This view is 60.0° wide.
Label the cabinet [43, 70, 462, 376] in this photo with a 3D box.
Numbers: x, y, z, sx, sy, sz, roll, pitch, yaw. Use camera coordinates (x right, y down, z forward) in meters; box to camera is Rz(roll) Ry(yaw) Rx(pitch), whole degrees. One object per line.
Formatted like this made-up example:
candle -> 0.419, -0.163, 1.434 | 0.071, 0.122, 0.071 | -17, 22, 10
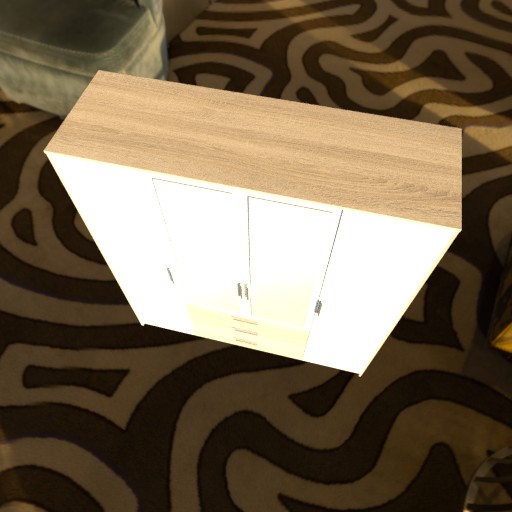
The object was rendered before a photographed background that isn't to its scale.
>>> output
cabinet -> 0.000, 0.000, 2.952 | 1.870, 2.060, 0.620 | 12, 59, 7
